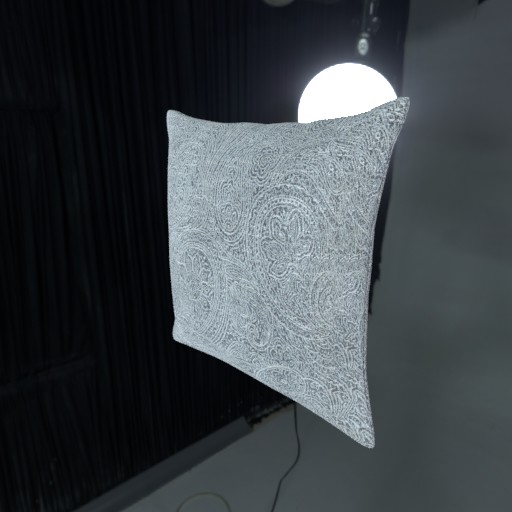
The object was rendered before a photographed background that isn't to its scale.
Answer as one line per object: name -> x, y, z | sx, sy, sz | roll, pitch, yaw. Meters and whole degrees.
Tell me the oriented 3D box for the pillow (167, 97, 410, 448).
pillow -> 0.000, 0.000, 0.789 | 0.523, 0.510, 0.166 | 15, 22, 43
